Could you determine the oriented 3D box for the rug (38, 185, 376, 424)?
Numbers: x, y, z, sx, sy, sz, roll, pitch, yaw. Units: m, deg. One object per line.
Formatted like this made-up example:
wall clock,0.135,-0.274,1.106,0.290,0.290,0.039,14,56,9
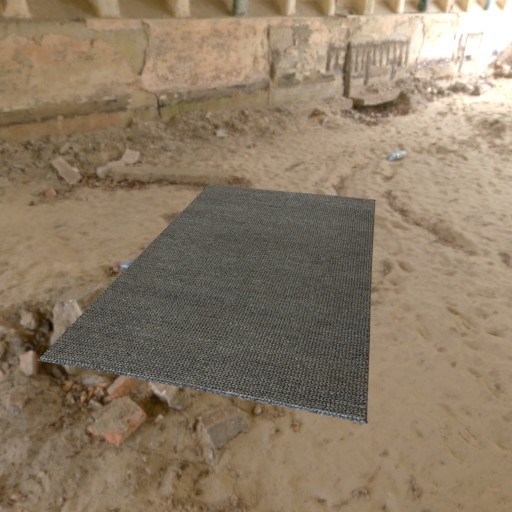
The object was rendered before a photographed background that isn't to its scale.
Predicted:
rug,0.000,0.000,2.979,1.538,0.021,2.443,7,30,12
